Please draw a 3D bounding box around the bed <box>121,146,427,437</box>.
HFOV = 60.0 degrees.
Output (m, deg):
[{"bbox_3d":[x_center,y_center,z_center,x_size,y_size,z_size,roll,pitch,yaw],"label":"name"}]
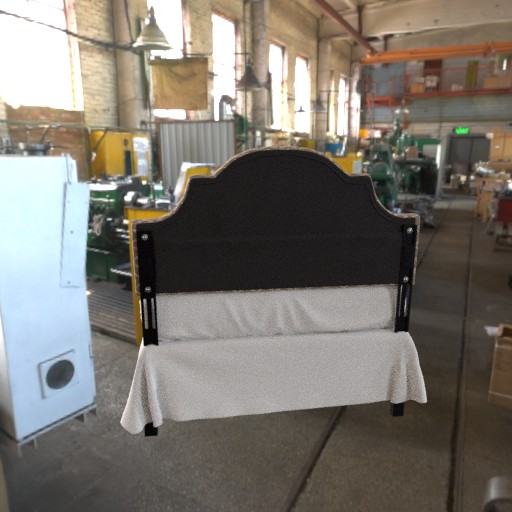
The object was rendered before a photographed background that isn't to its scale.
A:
[{"bbox_3d":[0.000,0.000,3.405,1.780,1.633,2.222,-2,14,-7],"label":"bed"}]
